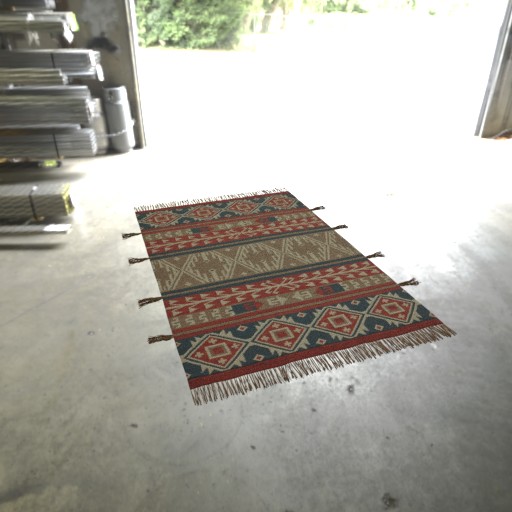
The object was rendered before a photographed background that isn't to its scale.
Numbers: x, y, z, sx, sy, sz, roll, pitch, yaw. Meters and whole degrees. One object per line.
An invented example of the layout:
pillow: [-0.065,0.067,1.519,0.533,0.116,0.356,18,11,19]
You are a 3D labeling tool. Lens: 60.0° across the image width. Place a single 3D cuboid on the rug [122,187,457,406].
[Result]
rug: [0.000,0.000,3.224,1.778,0.048,2.450,-10,31,-17]
